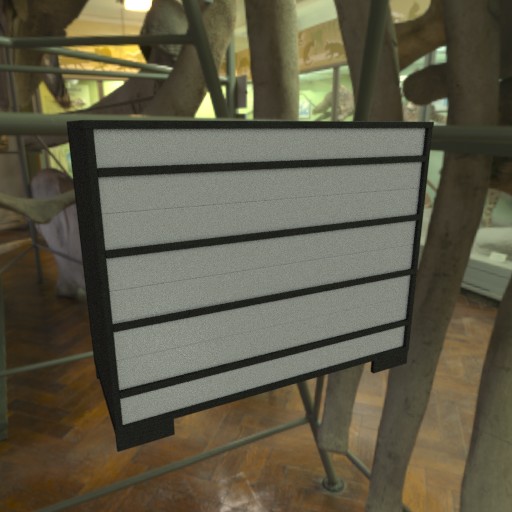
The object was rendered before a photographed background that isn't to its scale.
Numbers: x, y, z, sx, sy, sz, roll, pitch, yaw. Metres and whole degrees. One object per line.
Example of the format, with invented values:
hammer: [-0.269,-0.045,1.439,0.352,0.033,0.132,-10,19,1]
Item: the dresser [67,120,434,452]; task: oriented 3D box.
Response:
dresser: [0.000,0.000,1.405,0.994,0.816,0.404,-8,18,-25]
